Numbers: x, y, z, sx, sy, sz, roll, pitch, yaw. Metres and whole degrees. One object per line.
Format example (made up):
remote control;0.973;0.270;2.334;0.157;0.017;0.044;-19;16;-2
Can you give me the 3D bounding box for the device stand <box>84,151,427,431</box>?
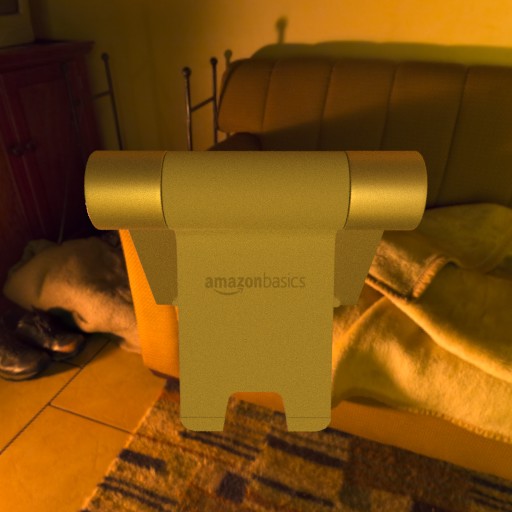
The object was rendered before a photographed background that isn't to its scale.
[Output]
device stand;0.000;0.000;0.153;0.086;0.084;0.079;0;31;0
